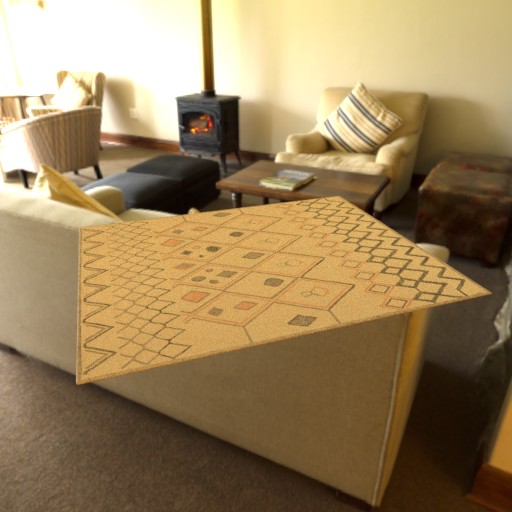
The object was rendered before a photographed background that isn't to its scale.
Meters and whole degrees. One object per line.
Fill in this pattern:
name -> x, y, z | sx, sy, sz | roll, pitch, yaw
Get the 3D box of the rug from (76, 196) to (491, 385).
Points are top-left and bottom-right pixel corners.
rug -> 0.000, 0.000, 4.036 | 3.050, 0.016, 2.441 | -9, 28, -17
